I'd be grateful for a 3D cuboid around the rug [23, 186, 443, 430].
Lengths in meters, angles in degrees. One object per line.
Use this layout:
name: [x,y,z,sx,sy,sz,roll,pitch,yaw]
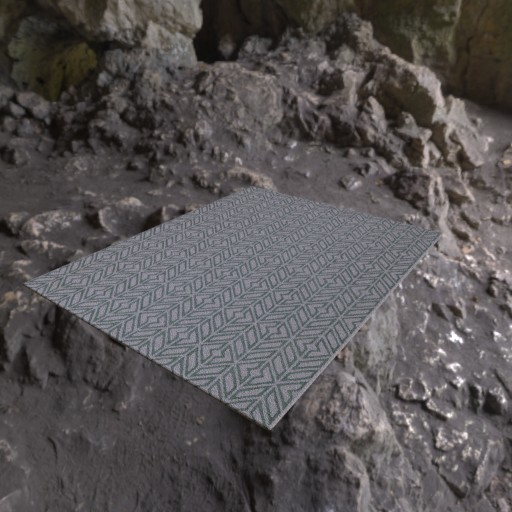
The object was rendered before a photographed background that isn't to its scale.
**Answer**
rug: [0.000,0.000,4.016,2.441,0.017,3.050,19,33,32]
